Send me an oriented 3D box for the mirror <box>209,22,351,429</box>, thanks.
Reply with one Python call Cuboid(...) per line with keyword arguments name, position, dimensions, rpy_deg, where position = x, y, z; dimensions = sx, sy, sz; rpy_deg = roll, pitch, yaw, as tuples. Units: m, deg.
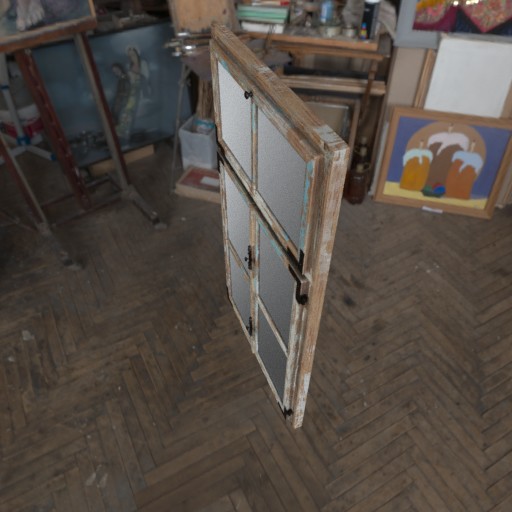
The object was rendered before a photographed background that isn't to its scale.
Cuboid(name="mirror", position=(0.000, 0.000, 1.465), dimensions=(0.083, 1.213, 0.707), rpy_deg=(-17, 48, -15))
